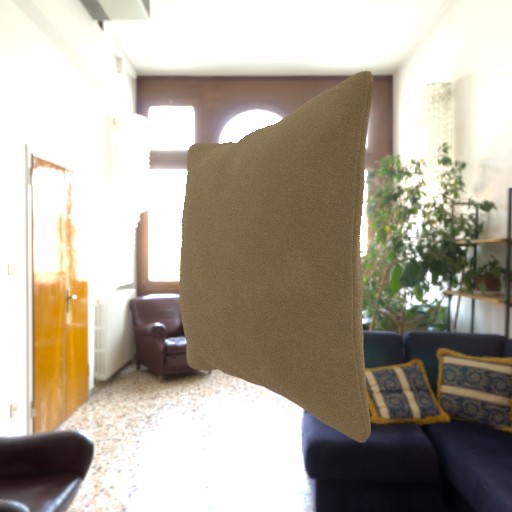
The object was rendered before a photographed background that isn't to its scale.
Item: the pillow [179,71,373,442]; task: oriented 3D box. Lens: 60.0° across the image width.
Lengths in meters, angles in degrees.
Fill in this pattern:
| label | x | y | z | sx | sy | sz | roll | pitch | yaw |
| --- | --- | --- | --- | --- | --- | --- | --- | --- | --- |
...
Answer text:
| label | x | y | z | sx | sy | sz | roll | pitch | yaw |
| --- | --- | --- | --- | --- | --- | --- | --- | --- | --- |
| pillow | 0.000 | 0.000 | 0.668 | 0.162 | 0.420 | 0.437 | 0 | 0 | -36 |
